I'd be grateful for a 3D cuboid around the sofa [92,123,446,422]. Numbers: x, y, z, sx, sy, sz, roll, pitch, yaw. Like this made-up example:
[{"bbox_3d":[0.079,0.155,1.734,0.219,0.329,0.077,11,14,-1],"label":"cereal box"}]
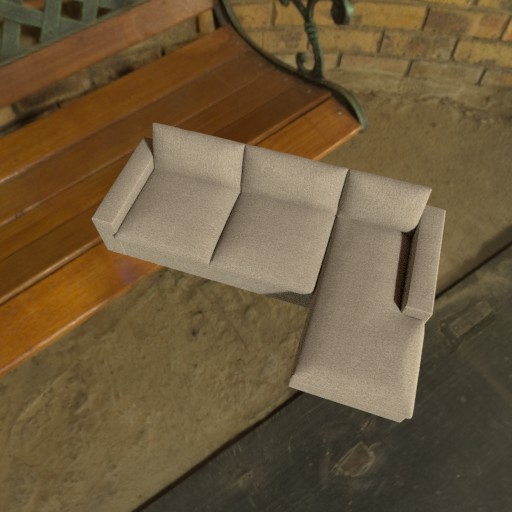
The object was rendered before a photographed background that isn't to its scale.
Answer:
[{"bbox_3d":[0.000,0.000,3.502,2.718,0.813,1.689,16,60,9],"label":"sofa"}]
